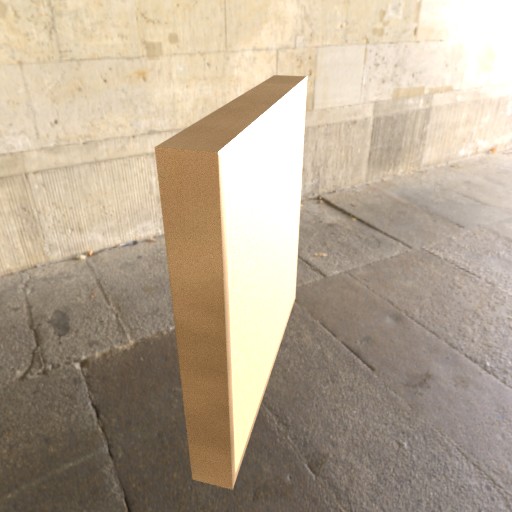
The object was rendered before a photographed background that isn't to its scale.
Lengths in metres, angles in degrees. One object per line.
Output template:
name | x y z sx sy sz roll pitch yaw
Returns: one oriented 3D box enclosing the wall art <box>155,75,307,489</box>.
wall art | 0.000 0.000 0.450 0.038 0.303 0.305 7 30 13
